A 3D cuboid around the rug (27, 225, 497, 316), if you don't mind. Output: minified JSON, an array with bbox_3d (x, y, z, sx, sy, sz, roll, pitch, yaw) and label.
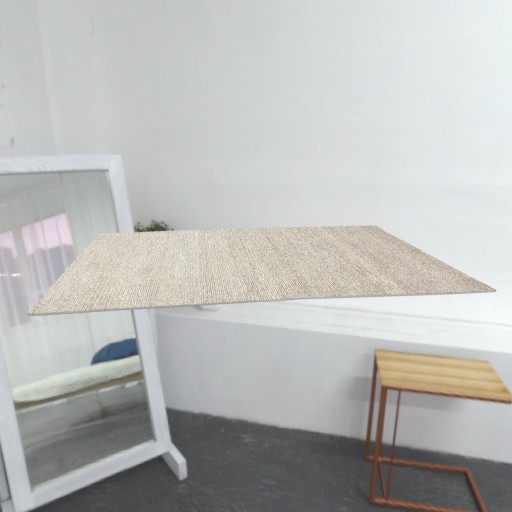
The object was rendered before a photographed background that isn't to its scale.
[{"bbox_3d":[0.000,0.000,2.940,2.342,0.030,1.609,-2,16,-7],"label":"rug"}]
